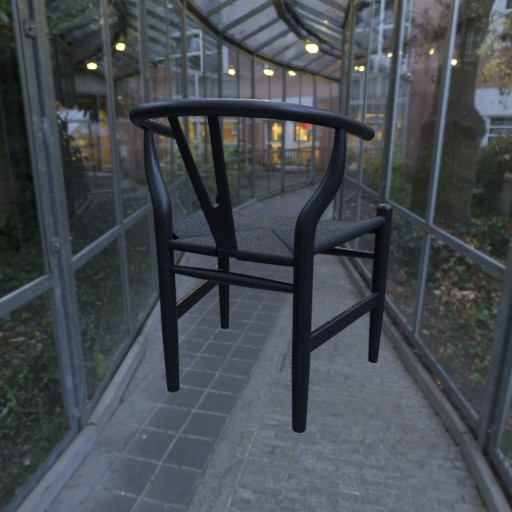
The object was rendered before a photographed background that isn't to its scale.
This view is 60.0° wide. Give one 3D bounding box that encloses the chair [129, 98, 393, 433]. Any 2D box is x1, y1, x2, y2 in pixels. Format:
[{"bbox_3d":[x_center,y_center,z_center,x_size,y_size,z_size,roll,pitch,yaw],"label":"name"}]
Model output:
[{"bbox_3d":[0.000,0.000,1.140,0.569,0.730,0.579,8,17,26],"label":"chair"}]
